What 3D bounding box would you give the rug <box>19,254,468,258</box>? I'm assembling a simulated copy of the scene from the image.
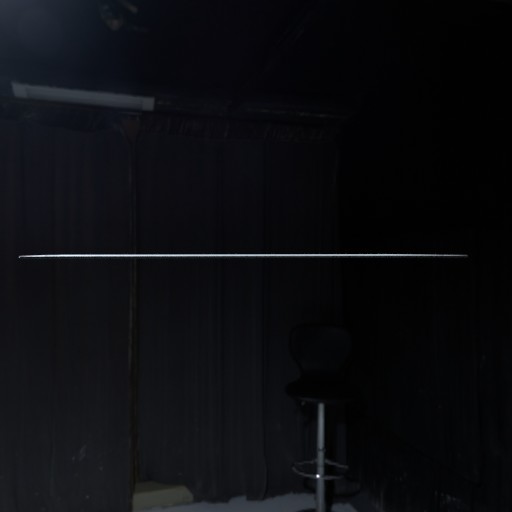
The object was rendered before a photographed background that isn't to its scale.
[{"bbox_3d":[0.000,0.000,2.683,2.430,0.012,0.759,0,0,-16],"label":"rug"}]
